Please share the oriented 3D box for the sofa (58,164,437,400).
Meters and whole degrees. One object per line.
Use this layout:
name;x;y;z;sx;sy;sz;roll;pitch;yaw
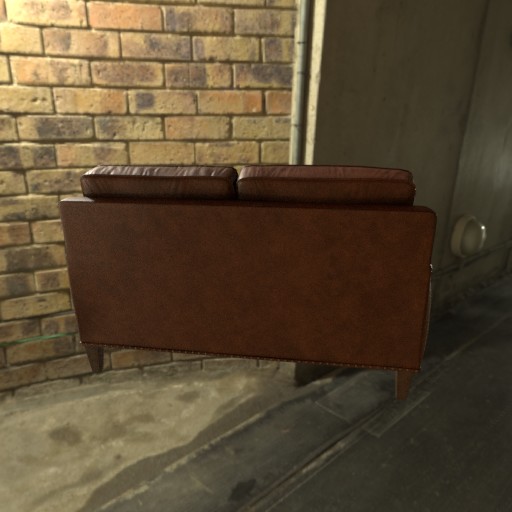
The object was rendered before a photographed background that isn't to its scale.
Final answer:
sofa;0.000;0.000;2.320;1.628;1.003;1.083;3;17;9
